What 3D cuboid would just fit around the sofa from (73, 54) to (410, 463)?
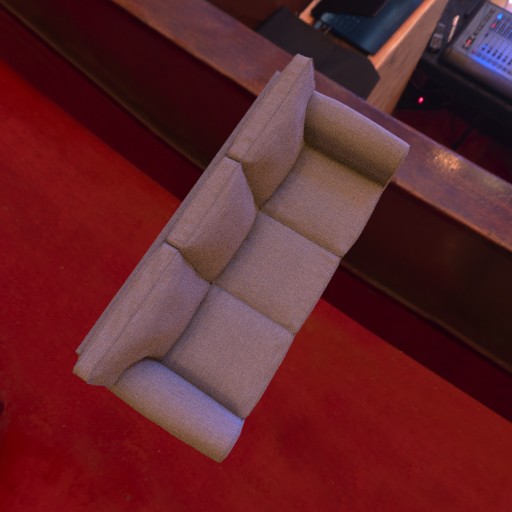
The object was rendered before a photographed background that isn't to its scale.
[{"bbox_3d":[0.000,0.000,2.611,0.916,0.961,2.084,31,78,8],"label":"sofa"}]
